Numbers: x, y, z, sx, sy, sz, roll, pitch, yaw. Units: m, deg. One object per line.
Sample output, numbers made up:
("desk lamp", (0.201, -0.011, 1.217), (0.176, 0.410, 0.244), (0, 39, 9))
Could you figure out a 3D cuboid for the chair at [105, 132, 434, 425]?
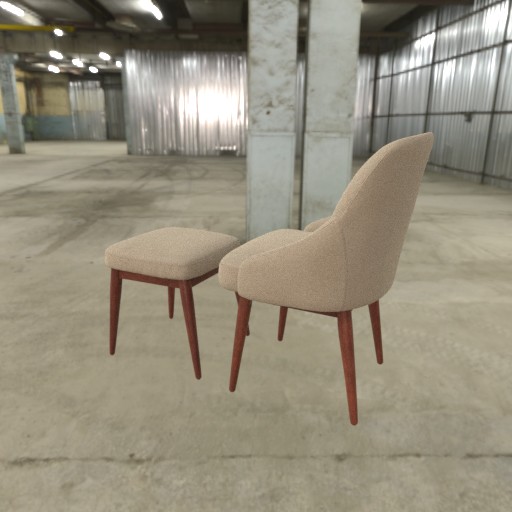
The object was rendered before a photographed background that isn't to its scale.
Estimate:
("chair", (0.000, 0.000, 1.602), (1.114, 0.866, 0.584), (8, 18, 25))
